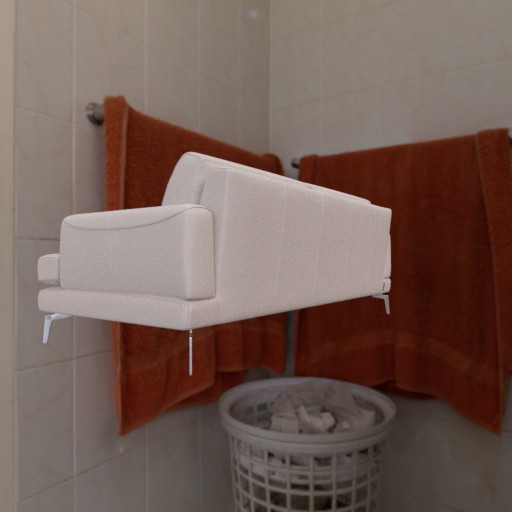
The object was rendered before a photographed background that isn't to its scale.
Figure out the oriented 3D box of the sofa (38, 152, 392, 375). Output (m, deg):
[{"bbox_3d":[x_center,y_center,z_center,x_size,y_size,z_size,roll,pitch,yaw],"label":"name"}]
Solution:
[{"bbox_3d":[0.000,0.000,2.419,0.974,0.765,1.940,0,0,36],"label":"sofa"}]
